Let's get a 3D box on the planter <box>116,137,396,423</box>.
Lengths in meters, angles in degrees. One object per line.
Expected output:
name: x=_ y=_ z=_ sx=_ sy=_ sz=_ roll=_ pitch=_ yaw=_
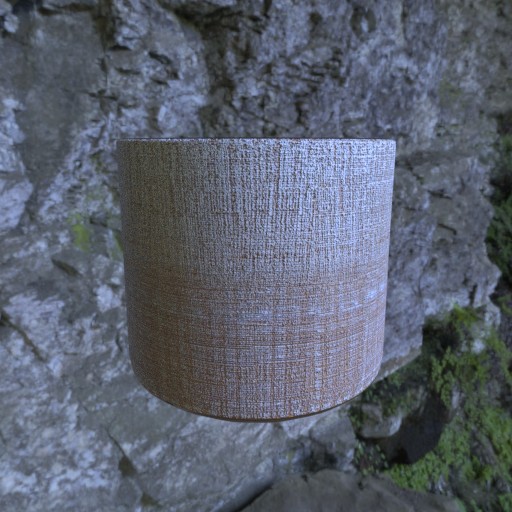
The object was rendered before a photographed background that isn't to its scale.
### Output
planter: x=0.000 y=0.000 z=0.188 sx=0.109 sy=0.096 sz=0.109 roll=0 pitch=14 yaw=0
